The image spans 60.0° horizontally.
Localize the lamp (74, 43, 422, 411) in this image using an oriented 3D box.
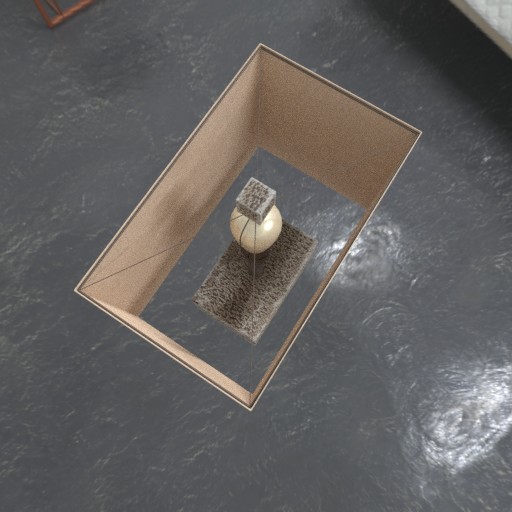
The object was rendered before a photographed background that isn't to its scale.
[{"bbox_3d":[0.000,0.000,0.567,0.180,0.411,0.294,32,78,8],"label":"lamp"}]
